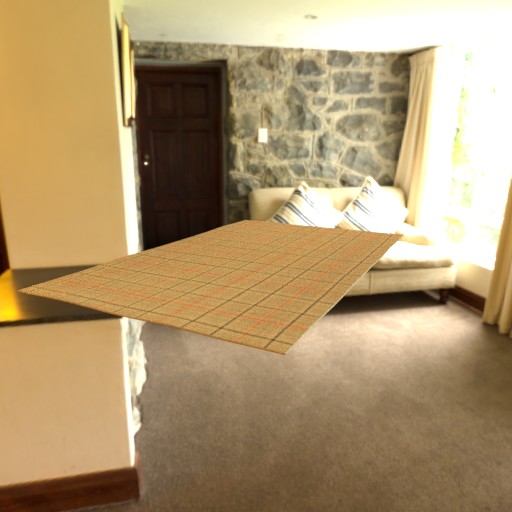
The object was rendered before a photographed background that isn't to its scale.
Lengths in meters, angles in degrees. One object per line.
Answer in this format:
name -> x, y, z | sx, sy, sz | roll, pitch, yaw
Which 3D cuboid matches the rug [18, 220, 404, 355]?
rug -> 0.000, 0.000, 3.009 | 1.524, 0.015, 2.439 | 7, 16, 27
